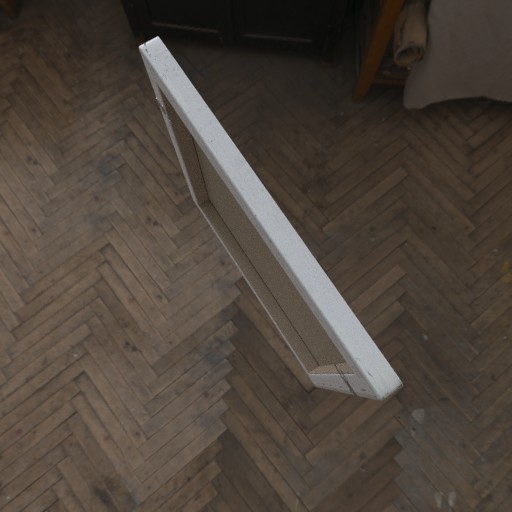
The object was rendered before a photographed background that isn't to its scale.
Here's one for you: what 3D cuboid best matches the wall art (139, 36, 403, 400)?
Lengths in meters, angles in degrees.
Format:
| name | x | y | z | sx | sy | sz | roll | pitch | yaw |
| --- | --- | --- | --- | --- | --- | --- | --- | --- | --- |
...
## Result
| name | x | y | z | sx | sy | sz | roll | pitch | yaw |
| --- | --- | --- | --- | --- | --- | --- | --- | --- | --- |
| wall art | 0.000 | 0.000 | 0.900 | 0.040 | 0.611 | 0.610 | -32 | 77 | -8 |
